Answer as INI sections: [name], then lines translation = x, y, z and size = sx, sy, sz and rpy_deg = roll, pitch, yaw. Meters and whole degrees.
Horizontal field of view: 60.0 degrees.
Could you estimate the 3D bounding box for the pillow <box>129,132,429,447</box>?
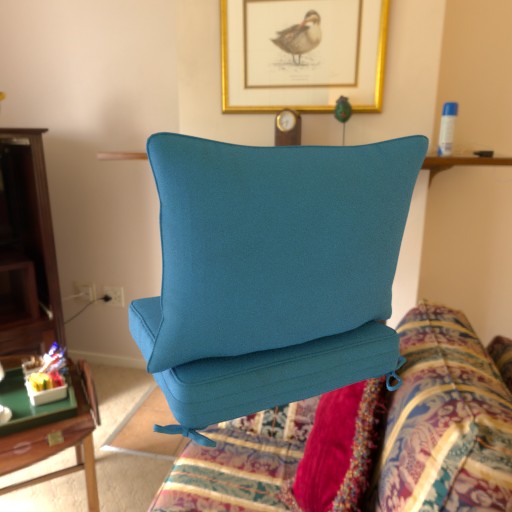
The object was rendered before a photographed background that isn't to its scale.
[pillow]
translation = 0.000, 0.000, 1.368
size = 0.798, 0.725, 0.733
rpy_deg = -7, 16, -25
